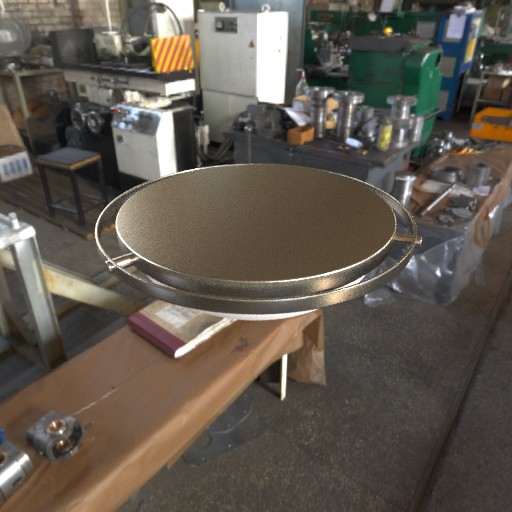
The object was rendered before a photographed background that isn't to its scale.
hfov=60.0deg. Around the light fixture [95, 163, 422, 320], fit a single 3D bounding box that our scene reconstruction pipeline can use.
[{"bbox_3d":[0.000,0.000,0.550,0.361,0.130,0.361,0,30,0],"label":"light fixture"}]
